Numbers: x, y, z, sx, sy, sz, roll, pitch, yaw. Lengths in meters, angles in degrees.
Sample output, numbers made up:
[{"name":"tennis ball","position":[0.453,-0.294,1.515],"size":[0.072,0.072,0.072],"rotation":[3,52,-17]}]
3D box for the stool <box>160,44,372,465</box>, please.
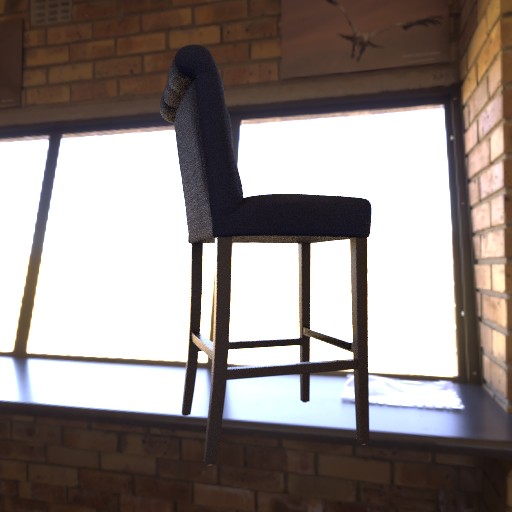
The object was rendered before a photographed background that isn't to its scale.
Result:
[{"name":"stool","position":[0.000,0.000,1.472],"size":[0.601,1.140,0.493],"rotation":[0,-1,-18]}]
